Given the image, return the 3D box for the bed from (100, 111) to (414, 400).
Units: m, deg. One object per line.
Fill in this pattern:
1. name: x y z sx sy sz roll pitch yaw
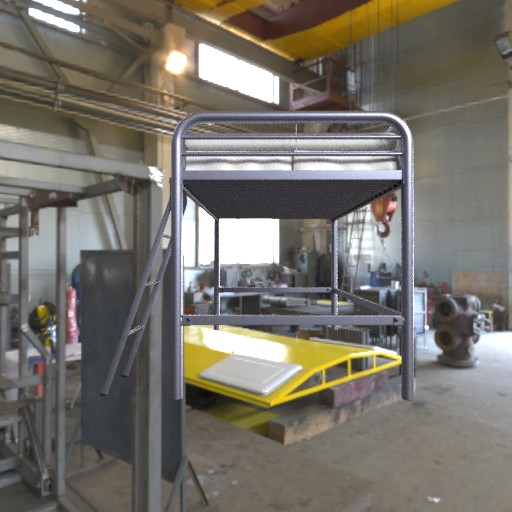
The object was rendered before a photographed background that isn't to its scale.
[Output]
1. bed: 0.000 0.000 2.942 1.415 1.288 1.965 0 0 0
